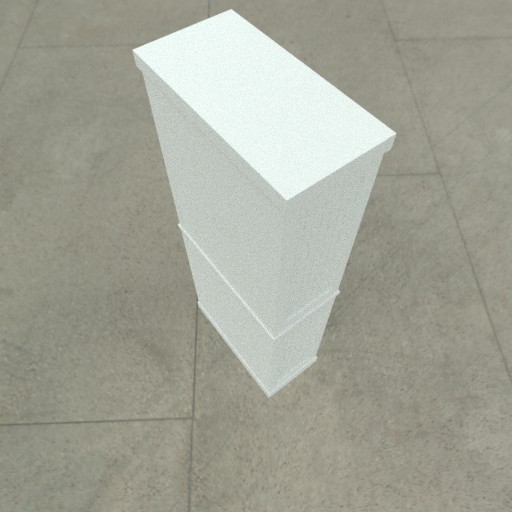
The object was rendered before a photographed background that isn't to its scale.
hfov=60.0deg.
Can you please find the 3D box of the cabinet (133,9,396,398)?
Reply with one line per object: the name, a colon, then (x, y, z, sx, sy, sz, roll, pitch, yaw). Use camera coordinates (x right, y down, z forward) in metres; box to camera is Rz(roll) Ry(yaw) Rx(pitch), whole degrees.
cabinet: (0.000, 0.000, 2.052, 0.390, 1.829, 0.754, -33, 64, -19)
